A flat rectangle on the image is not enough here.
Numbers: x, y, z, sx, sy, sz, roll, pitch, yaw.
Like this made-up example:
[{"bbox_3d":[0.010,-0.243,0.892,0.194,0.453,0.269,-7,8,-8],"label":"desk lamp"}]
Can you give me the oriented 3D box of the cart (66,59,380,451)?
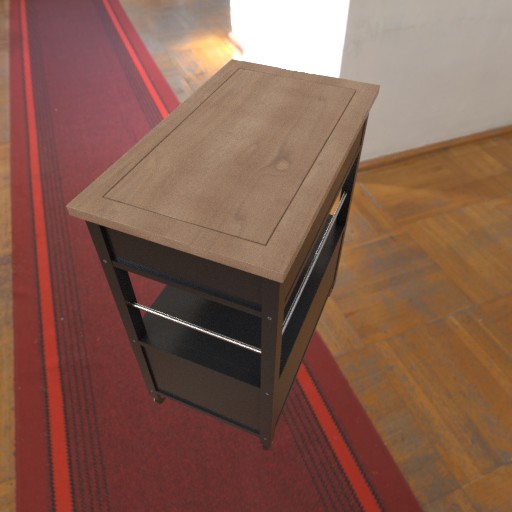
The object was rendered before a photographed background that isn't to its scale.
[{"bbox_3d":[0.000,0.000,1.400,0.459,0.901,0.840,17,48,16],"label":"cart"}]
